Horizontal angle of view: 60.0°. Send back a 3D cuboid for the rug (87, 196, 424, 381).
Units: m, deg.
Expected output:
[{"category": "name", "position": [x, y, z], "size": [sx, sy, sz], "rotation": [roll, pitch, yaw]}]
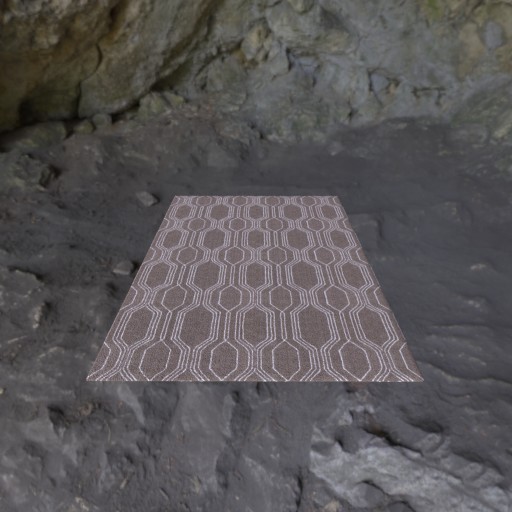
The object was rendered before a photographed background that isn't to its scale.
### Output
[{"category": "rug", "position": [0.000, 0.000, 3.103], "size": [1.541, 0.012, 2.457], "rotation": [0, 27, 0]}]
